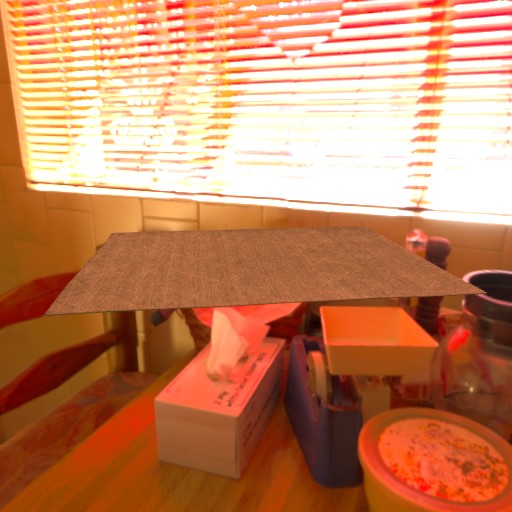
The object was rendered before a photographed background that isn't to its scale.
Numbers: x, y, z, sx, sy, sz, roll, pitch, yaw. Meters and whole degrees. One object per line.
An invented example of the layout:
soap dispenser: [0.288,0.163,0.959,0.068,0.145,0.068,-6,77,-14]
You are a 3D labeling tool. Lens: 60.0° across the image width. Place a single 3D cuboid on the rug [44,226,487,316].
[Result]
rug: [0.000,0.000,4.137,3.048,0.013,2.438,-2,16,-7]
